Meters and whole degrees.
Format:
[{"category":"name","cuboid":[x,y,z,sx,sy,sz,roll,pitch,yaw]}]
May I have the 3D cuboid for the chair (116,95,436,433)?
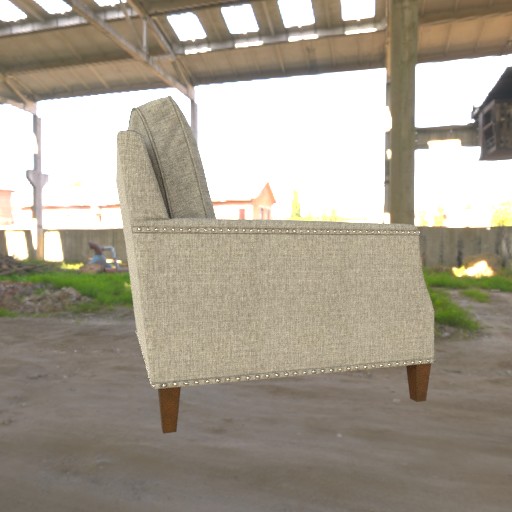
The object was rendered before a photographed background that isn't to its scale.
[{"category":"chair","cuboid":[0.000,0.000,1.687,1.014,0.943,0.853,0,1,-18]}]
